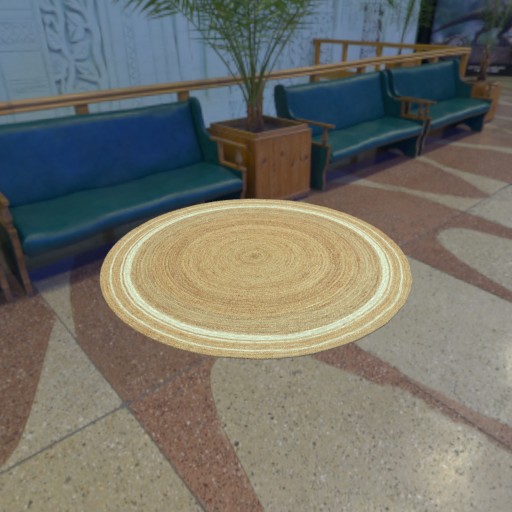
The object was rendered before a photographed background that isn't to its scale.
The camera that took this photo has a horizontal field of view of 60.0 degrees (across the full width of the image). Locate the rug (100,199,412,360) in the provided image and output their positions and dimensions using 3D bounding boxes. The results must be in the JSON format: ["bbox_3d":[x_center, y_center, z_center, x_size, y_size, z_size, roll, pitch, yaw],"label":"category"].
[{"bbox_3d":[0.000,0.000,3.635,2.444,0.015,2.444,0,29,0],"label":"rug"}]
